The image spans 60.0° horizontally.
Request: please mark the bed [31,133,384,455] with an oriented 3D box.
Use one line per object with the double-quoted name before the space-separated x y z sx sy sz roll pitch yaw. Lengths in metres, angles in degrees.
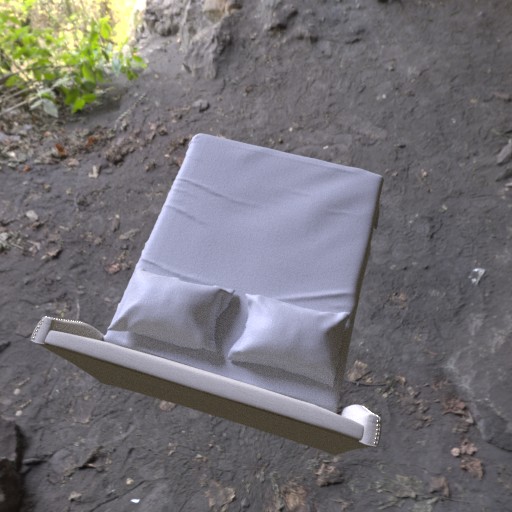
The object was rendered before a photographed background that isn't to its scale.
"bed" 0.000 0.000 3.323 1.925 1.332 2.276 15 65 7
